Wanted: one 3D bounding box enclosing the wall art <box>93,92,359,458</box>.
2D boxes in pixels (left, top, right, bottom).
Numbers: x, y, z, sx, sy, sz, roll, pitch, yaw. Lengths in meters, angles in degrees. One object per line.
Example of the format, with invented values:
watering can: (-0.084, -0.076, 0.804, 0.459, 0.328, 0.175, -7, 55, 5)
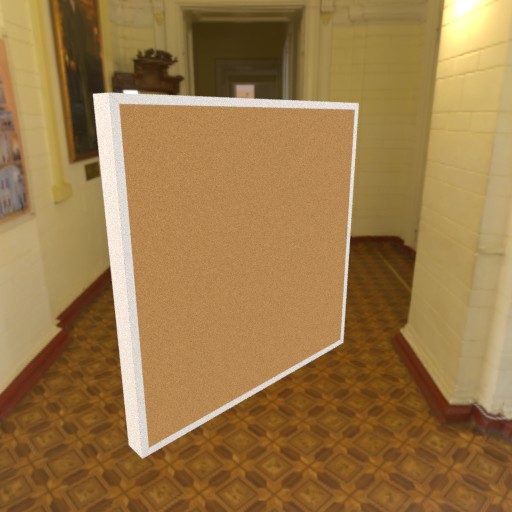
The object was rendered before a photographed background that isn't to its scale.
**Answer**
wall art: (0.000, 0.000, 0.764, 0.509, 0.509, 0.040, -16, 23, -42)
